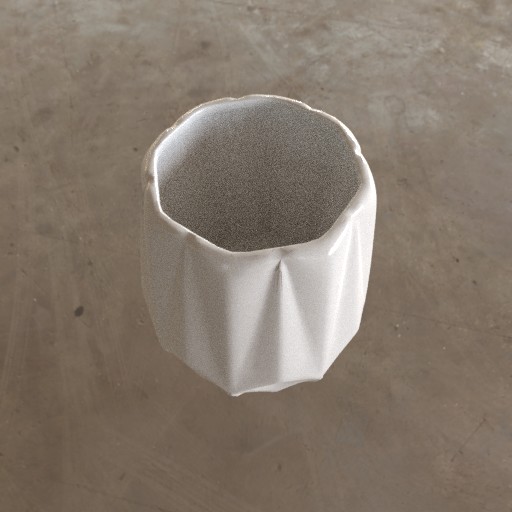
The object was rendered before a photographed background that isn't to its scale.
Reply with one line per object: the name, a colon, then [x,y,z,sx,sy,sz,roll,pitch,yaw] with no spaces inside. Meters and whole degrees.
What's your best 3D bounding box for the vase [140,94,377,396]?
vase: [0.000,0.000,0.261,0.141,0.152,0.141,0,58,0]
